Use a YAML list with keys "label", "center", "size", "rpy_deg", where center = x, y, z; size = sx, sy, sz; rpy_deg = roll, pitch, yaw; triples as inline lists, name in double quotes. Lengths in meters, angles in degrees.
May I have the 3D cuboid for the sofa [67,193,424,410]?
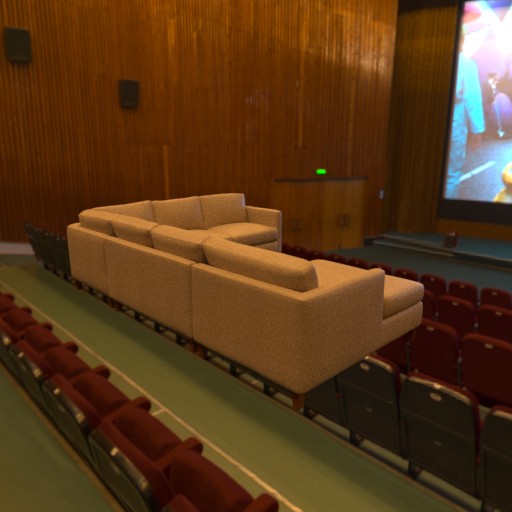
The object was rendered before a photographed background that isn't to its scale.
- label: "sofa"
  center: [0.000, 0.000, 4.648]
  size: [2.594, 0.961, 3.460]
  rpy_deg: [-13, 19, -42]
